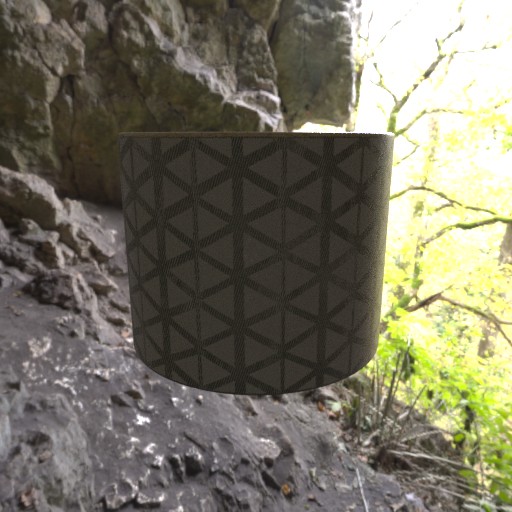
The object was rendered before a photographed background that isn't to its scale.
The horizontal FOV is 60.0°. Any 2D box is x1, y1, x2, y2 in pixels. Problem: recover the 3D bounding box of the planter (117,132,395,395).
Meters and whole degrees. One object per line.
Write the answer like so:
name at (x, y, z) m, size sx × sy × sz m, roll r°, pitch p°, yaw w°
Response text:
planter at (0.000, 0.000, 0.340) m, size 0.190 × 0.181 × 0.190 m, roll 0°, pitch 15°, yaw 0°
